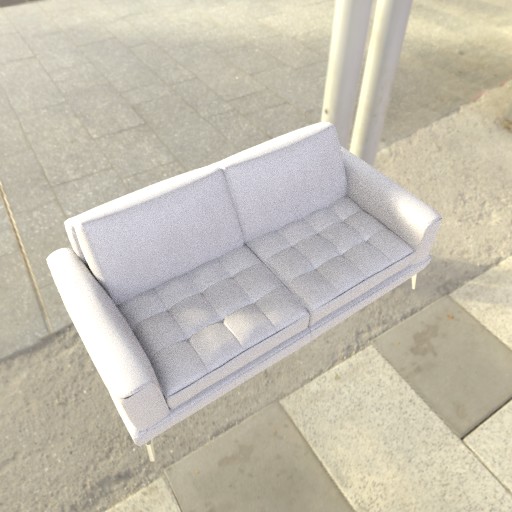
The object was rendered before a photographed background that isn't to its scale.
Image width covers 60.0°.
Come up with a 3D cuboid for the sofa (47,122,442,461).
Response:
[{"bbox_3d":[0.000,0.000,2.712,2.177,0.930,1.121,-26,52,-23],"label":"sofa"}]
